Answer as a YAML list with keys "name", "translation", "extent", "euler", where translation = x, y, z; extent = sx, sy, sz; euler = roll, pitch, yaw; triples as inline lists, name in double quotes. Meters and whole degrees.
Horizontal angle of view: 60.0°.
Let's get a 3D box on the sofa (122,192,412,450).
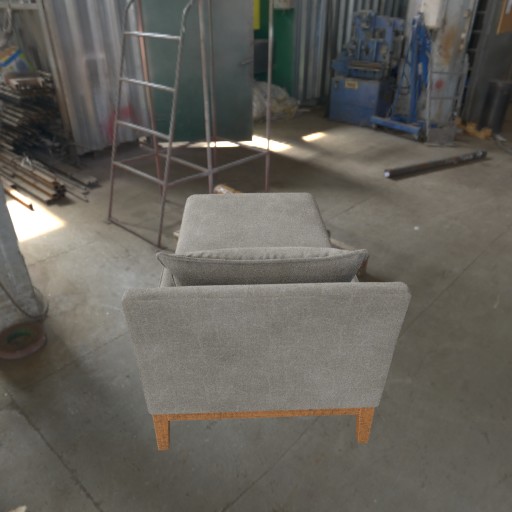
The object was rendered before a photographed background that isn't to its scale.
- name: "sofa"
  translation: [0.000, 0.000, 2.283]
  extent: [0.894, 0.859, 1.779]
  euler: [-1, 31, -2]
